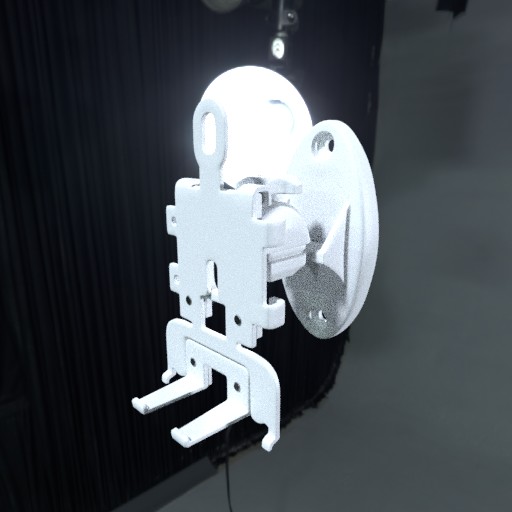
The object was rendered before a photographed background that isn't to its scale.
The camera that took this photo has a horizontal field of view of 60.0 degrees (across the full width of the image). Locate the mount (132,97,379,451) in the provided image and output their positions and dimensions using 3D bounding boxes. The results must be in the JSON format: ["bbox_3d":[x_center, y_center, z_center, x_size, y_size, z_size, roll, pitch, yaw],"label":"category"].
[{"bbox_3d":[0.000,0.000,0.179,0.100,0.118,0.066,-14,20,-43],"label":"mount"}]
